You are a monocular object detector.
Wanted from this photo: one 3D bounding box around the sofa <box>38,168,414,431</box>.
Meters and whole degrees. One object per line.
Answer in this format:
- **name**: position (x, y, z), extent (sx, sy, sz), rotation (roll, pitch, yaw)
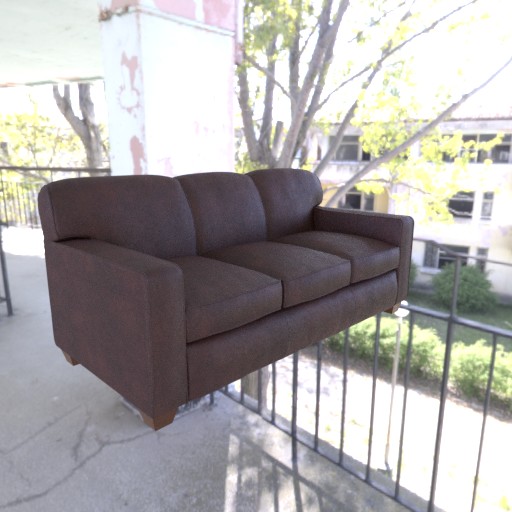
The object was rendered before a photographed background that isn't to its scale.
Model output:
- **sofa**: position (0.000, 0.000, 2.566), extent (2.039, 0.953, 1.008), rotation (-13, 18, -43)
